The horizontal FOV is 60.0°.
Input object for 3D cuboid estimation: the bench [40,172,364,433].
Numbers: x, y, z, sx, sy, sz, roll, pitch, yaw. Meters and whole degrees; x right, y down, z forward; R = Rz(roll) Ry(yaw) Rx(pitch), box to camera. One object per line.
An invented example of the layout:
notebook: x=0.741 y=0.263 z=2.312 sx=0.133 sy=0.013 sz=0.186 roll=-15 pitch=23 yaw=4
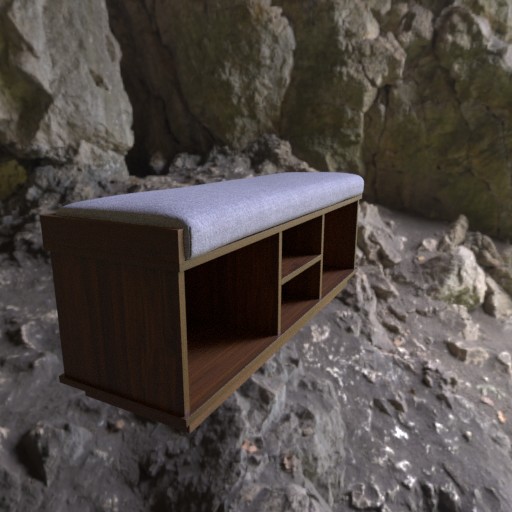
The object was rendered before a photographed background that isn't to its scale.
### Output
bench: x=0.000 y=0.000 z=1.382 sx=0.367 sy=0.468 sz=1.196 roll=7 pitch=16 yaw=27
